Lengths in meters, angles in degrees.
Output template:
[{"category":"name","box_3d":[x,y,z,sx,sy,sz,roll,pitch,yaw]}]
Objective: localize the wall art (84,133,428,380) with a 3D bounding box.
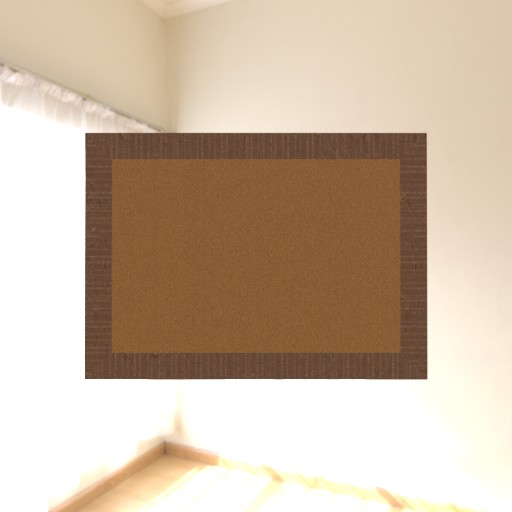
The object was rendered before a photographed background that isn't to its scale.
[{"category":"wall art","box_3d":[0.000,0.000,1.375,1.056,0.761,0.020,0,0,0]}]
